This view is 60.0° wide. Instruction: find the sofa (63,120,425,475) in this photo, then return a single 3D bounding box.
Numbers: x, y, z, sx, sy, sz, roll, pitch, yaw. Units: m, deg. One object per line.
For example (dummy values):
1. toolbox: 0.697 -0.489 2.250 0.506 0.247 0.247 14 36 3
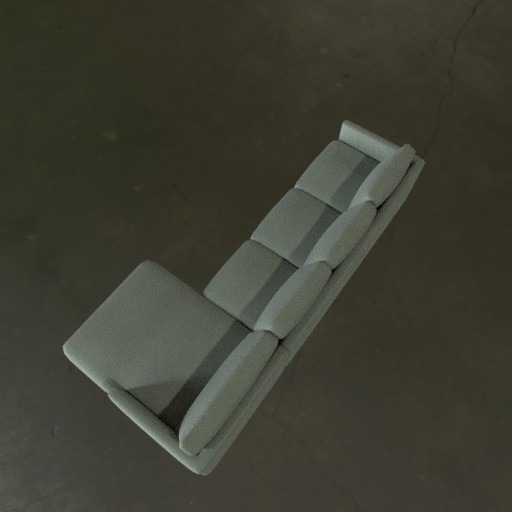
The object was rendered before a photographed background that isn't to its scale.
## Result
1. sofa: 0.000 0.000 4.134 1.604 0.950 3.471 34 68 16
